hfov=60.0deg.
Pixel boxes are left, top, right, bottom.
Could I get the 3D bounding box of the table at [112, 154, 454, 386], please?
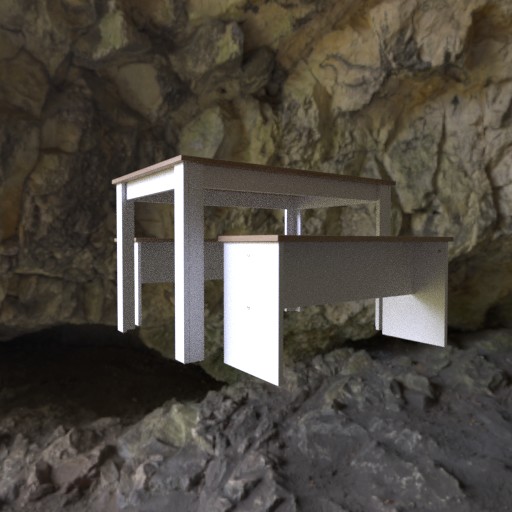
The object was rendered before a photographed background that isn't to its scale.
[{"bbox_3d":[0.000,0.000,2.065,1.100,0.700,1.443,-1,2,-35],"label":"table"}]
